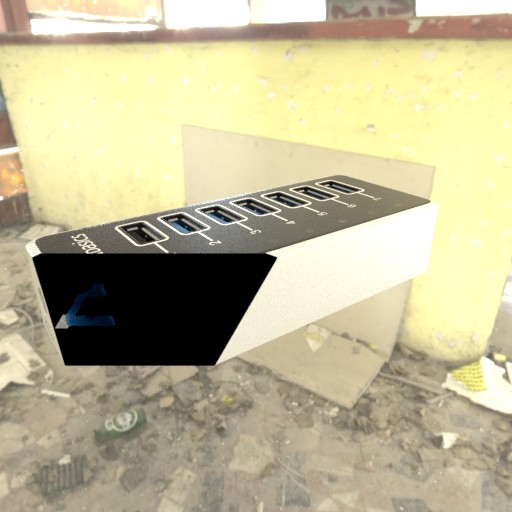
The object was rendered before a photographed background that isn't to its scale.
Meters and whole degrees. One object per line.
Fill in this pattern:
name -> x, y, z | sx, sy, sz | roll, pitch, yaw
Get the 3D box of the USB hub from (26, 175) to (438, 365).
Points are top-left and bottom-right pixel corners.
USB hub -> 0.000, 0.000, 0.126 | 0.110, 0.023, 0.044 | -17, 30, -32
